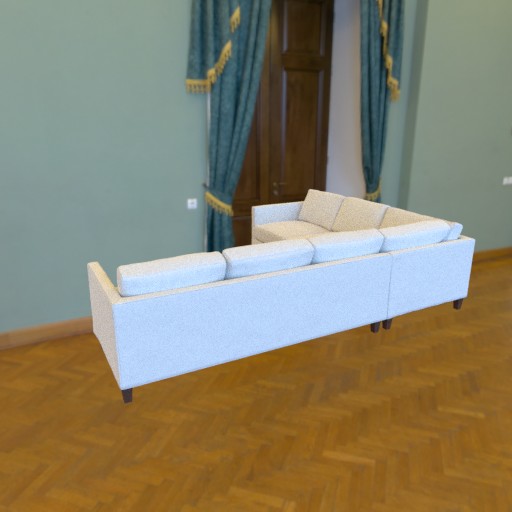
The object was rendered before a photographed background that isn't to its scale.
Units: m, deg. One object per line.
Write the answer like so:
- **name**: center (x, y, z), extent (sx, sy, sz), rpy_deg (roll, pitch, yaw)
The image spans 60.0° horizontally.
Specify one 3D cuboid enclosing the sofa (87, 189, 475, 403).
- **sofa**: center (0.000, 0.000, 4.317), extent (3.182, 0.863, 2.432), rpy_deg (-9, 19, -27)
